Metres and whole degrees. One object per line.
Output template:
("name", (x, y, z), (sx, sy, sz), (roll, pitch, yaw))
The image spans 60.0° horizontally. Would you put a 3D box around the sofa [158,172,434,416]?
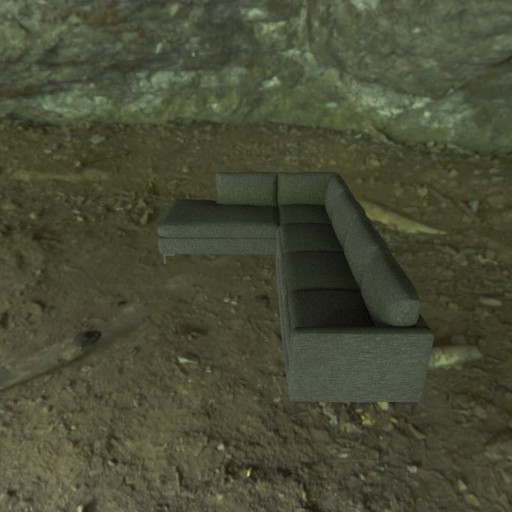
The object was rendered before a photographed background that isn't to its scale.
("sofa", (0.000, 0.000, 3.845), (2.007, 0.815, 2.949), (0, 25, 0))
